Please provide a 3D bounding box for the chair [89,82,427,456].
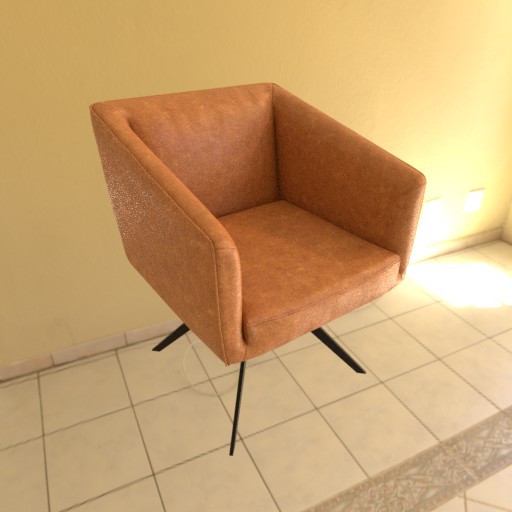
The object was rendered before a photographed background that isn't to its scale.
[{"bbox_3d":[0.000,0.000,1.196,0.588,0.760,0.625,-20,35,-30],"label":"chair"}]
